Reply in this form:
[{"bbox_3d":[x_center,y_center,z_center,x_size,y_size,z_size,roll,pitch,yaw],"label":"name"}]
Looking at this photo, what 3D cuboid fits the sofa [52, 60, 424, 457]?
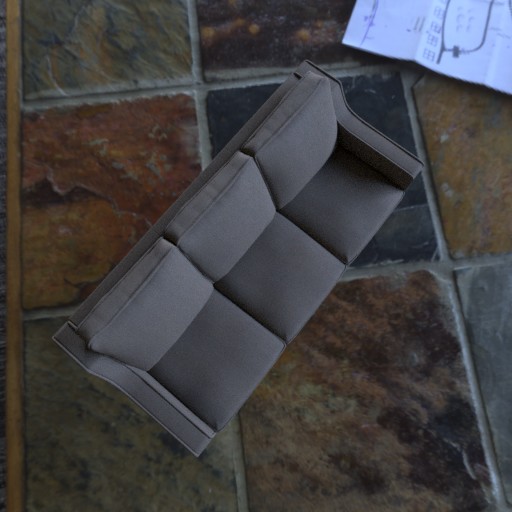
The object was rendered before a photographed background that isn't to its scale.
[{"bbox_3d":[0.000,0.000,2.542,0.911,0.974,1.986,38,79,9],"label":"sofa"}]
